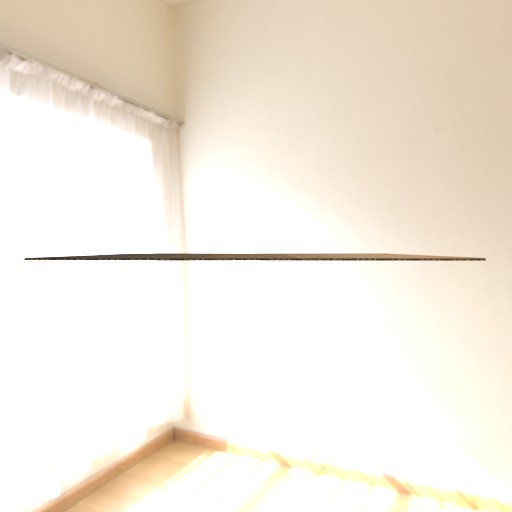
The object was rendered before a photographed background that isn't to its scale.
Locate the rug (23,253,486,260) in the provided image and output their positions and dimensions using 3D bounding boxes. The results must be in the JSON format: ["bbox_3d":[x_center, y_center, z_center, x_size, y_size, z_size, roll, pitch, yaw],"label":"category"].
[{"bbox_3d":[0.000,0.000,3.898,2.902,0.017,2.306,0,1,1],"label":"rug"}]
